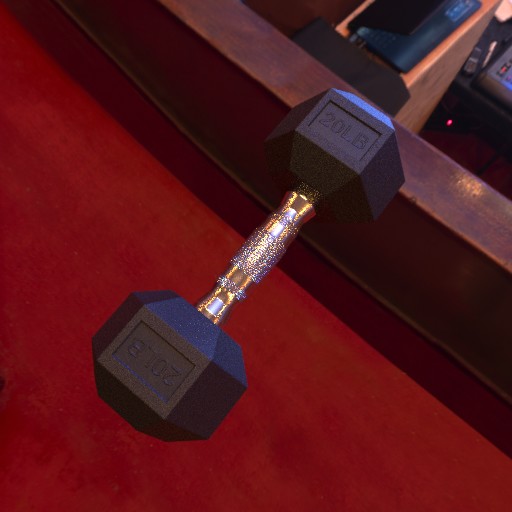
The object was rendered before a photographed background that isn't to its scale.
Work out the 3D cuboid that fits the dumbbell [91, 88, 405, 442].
[{"bbox_3d":[0.000,0.000,0.324,0.106,0.092,0.272,37,78,9],"label":"dumbbell"}]
